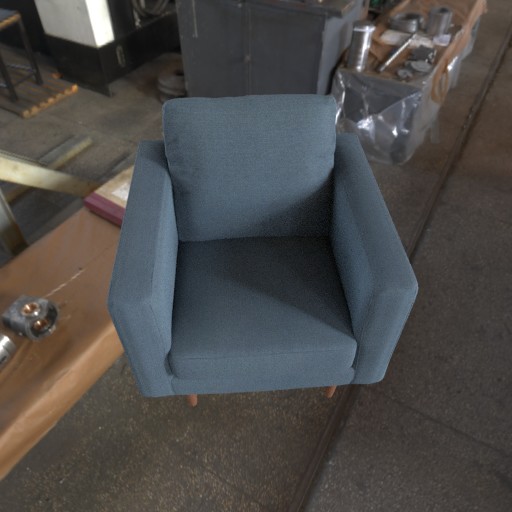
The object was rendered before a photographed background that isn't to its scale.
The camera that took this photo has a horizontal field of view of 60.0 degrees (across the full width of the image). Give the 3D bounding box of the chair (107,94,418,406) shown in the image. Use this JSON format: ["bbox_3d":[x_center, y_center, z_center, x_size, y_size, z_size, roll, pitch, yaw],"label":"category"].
[{"bbox_3d":[0.000,0.000,1.597,0.855,0.922,0.820,-3,46,-3],"label":"chair"}]
